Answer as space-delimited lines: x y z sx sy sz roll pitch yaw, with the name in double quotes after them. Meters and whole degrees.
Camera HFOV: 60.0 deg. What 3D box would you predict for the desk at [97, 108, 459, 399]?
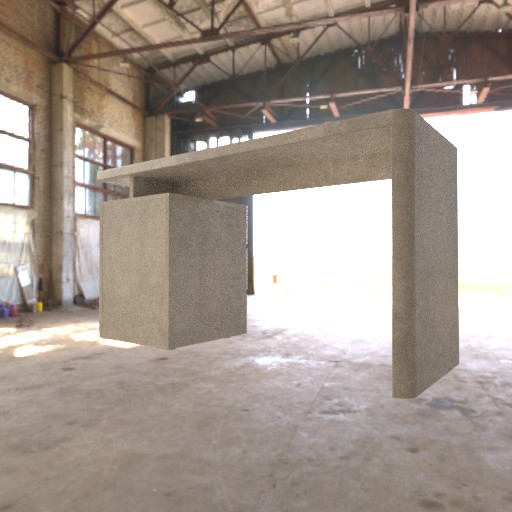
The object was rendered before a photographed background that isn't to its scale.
0.000 0.000 1.768 1.400 0.755 0.550 -1 -1 37 "desk"
